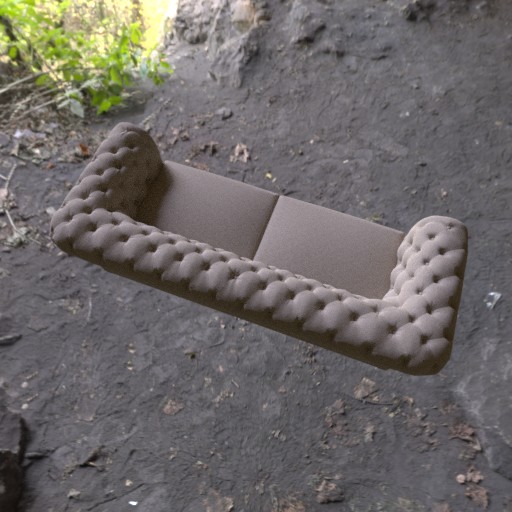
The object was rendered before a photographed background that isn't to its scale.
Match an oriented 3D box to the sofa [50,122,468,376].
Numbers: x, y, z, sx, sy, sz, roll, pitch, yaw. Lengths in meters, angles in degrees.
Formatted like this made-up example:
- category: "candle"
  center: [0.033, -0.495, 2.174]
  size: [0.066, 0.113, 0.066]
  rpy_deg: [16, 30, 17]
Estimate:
- category: "sofa"
  center: [0.000, 0.000, 3.195]
  size: [2.694, 0.847, 1.076]
  rpy_deg: [18, 65, 9]
